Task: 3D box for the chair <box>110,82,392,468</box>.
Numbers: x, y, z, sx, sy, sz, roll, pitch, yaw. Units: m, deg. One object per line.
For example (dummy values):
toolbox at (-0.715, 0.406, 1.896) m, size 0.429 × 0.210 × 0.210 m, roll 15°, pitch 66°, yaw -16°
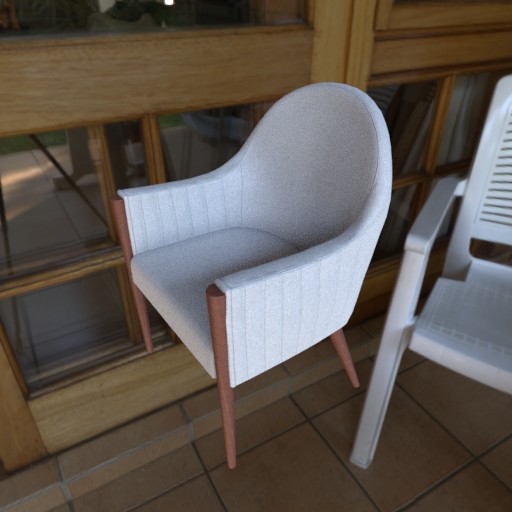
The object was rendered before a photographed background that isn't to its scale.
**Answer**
chair at (0.000, 0.000, 1.299) m, size 0.620 × 0.889 × 0.610 m, roll -21°, pitch 38°, yaw -29°
